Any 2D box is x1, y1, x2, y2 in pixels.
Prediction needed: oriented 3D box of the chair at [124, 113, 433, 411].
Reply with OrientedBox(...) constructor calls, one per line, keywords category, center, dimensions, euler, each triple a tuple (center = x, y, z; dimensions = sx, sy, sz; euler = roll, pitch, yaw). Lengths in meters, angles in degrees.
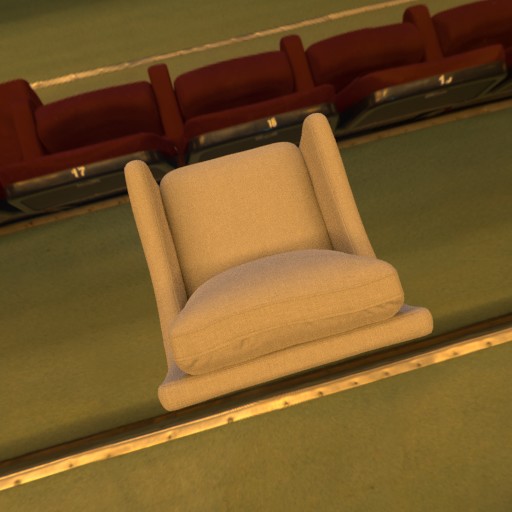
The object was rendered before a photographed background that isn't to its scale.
OrientedBox(category="chair", center=(0.000, 0.000, 1.359), dimensions=(0.626, 0.914, 0.694), euler=(-16, 77, -4))
